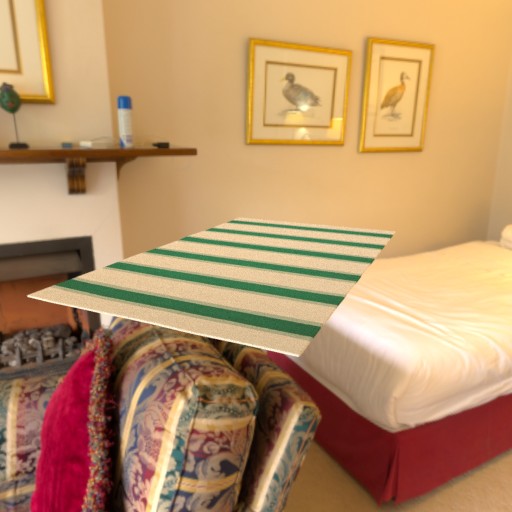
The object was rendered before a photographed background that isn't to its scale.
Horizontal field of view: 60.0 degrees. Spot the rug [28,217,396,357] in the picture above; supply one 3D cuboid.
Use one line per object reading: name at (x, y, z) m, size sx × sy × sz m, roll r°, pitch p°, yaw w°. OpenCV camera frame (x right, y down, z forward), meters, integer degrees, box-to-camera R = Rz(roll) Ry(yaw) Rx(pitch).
rug at (0.000, 0.000, 3.076) m, size 1.521 × 0.015 × 2.436 m, roll 7°, pitch 17°, yaw 24°
